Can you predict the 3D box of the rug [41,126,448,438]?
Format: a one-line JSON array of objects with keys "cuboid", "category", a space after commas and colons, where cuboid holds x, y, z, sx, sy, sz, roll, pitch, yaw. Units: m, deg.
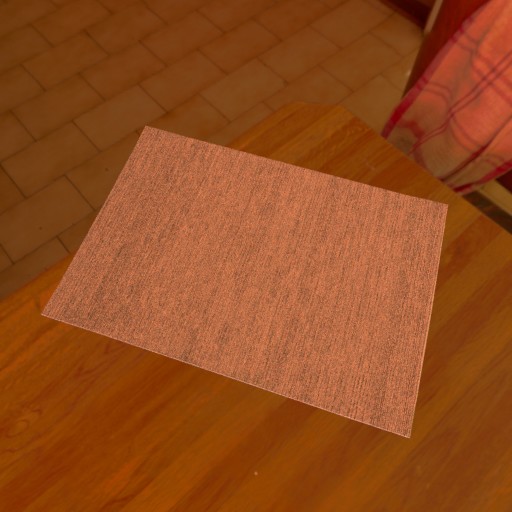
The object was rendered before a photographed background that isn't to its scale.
[{"cuboid": [0.000, 0.000, 2.956, 2.338, 0.030, 1.616, 17, 65, 8], "category": "rug"}]
